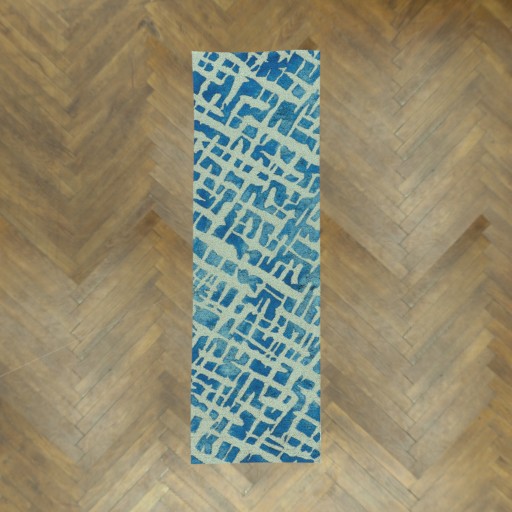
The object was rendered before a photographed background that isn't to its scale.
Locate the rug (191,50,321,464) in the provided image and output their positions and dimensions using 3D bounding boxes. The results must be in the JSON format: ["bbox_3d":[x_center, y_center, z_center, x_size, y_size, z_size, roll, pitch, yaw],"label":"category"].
[{"bbox_3d":[0.000,0.000,2.622,0.768,0.011,2.446,0,90,-1],"label":"rug"}]
